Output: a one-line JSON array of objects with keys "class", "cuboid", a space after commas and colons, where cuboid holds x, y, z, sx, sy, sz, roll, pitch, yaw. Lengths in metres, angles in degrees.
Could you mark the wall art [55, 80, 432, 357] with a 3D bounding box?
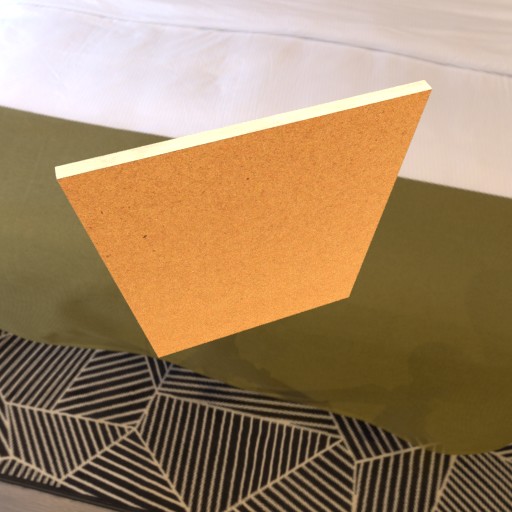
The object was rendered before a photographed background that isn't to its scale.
[{"class": "wall art", "cuboid": [0.000, 0.000, 0.806, 0.481, 0.613, 0.020, -16, 60, -10]}]
